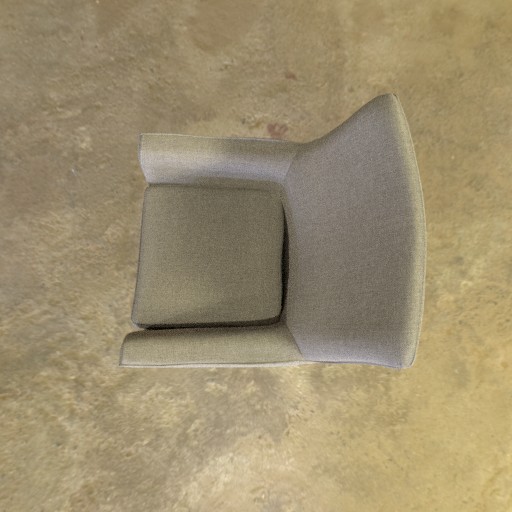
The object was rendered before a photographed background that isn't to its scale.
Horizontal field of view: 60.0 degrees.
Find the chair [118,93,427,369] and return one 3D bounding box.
[{"bbox_3d":[0.000,0.000,1.794,0.993,1.047,0.887,1,76,0],"label":"chair"}]
